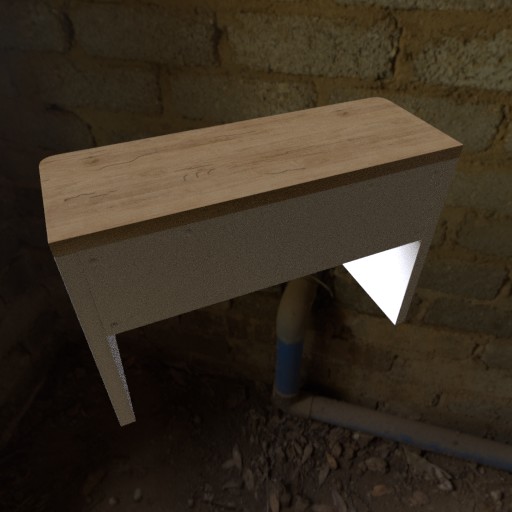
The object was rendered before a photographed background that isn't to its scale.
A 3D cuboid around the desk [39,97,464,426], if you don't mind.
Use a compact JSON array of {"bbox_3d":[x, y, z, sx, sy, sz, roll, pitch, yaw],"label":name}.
[{"bbox_3d":[0.000,0.000,1.463,1.100,0.760,0.390,-16,43,-17],"label":"desk"}]
